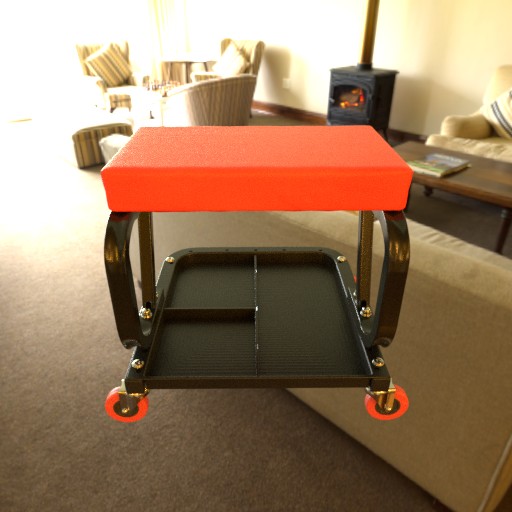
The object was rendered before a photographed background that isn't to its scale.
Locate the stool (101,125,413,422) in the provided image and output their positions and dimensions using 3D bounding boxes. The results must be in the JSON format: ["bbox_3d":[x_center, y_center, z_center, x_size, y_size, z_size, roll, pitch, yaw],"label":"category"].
[{"bbox_3d":[0.000,0.000,0.718,0.446,0.380,0.371,0,30,-1],"label":"stool"}]
